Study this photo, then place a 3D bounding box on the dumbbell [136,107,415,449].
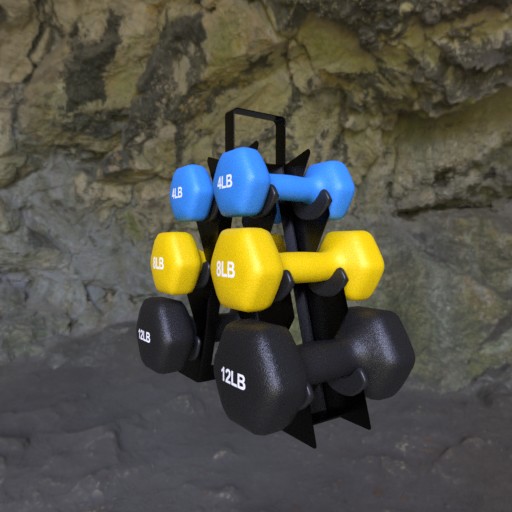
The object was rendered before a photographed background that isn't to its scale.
[{"bbox_3d":[0.000,0.000,0.672,0.255,0.426,0.409,-1,2,-34],"label":"dumbbell"}]
